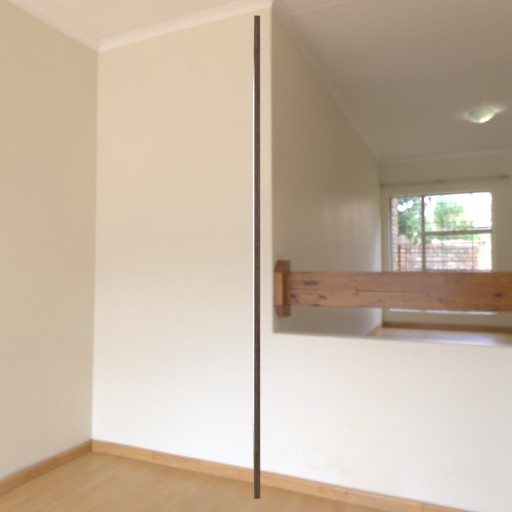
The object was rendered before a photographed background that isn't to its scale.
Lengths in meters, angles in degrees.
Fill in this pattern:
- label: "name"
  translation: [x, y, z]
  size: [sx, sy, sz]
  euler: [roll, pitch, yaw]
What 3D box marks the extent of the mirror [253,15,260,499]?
- label: "mirror"
  translation: [0.000, 0.000, 2.269]
  size: [0.025, 2.032, 0.812]
  euler: [0, -2, -1]
